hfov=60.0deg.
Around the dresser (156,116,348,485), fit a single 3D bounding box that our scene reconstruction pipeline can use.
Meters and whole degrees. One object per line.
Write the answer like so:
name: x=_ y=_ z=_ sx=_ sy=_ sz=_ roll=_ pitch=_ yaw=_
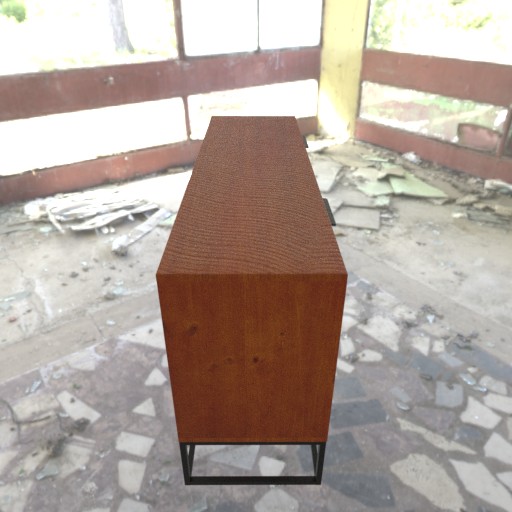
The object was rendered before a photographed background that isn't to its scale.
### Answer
dresser: x=0.000 y=0.000 z=1.880 sx=0.464 sy=0.810 sz=1.536 roll=0 pitch=31 yaw=0
